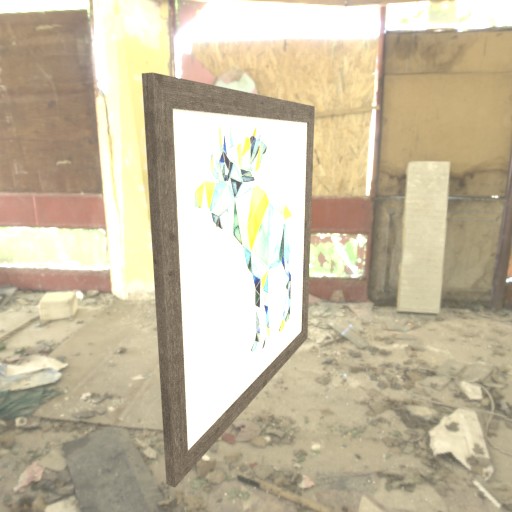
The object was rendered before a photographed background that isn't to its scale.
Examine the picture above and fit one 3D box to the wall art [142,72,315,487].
[{"bbox_3d":[0.000,0.000,0.667,0.013,0.457,0.457,7,16,25],"label":"wall art"}]
